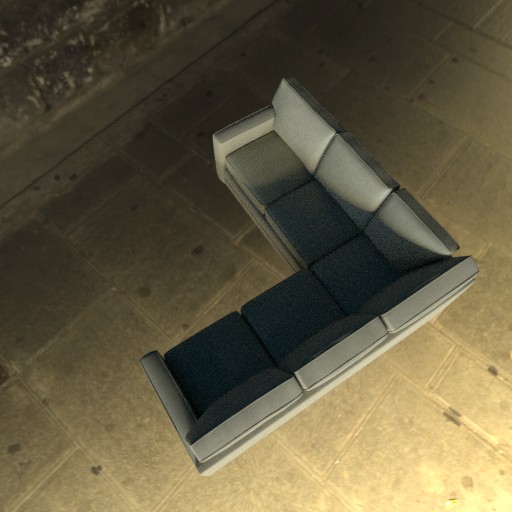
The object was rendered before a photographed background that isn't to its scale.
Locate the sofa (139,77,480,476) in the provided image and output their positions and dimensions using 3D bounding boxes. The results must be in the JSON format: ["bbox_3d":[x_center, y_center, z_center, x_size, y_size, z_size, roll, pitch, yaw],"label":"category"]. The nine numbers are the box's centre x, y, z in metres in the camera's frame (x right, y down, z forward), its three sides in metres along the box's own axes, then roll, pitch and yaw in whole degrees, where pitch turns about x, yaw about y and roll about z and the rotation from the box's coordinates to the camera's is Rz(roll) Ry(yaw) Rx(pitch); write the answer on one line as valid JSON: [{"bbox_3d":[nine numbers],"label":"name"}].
[{"bbox_3d":[0.000,0.000,3.365,2.211,0.936,2.188,-31,68,-14],"label":"sofa"}]
